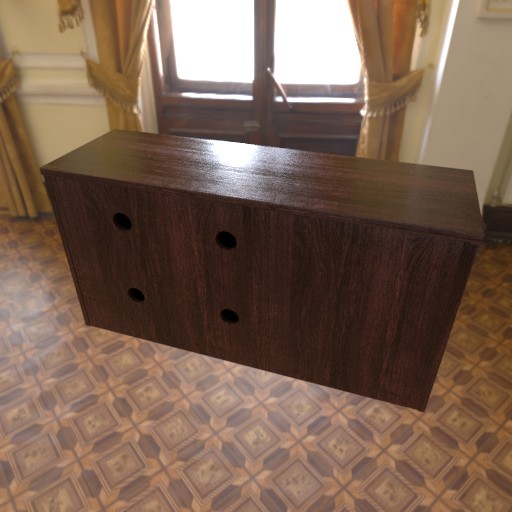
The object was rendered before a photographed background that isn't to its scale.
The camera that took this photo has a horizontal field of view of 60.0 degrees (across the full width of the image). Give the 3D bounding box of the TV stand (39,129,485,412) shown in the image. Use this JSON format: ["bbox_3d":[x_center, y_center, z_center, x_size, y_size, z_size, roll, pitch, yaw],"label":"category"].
[{"bbox_3d":[0.000,0.000,1.456,1.192,0.614,0.404,11,35,15],"label":"TV stand"}]
